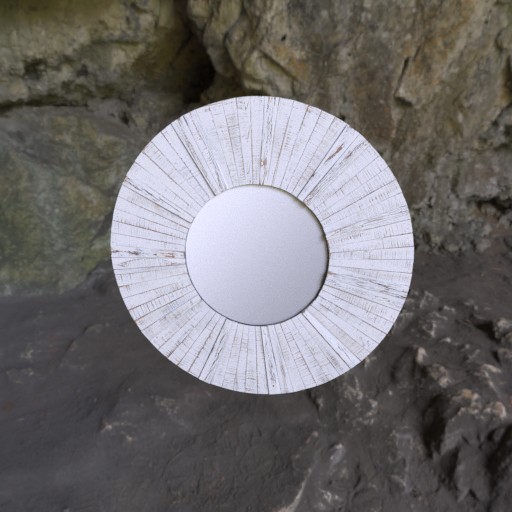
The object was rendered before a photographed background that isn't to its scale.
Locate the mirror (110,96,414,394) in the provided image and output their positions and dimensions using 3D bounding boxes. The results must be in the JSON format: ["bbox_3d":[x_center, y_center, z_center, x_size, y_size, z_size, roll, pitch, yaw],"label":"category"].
[{"bbox_3d":[0.000,0.000,1.345,0.914,0.914,0.038,2,14,8],"label":"mirror"}]
